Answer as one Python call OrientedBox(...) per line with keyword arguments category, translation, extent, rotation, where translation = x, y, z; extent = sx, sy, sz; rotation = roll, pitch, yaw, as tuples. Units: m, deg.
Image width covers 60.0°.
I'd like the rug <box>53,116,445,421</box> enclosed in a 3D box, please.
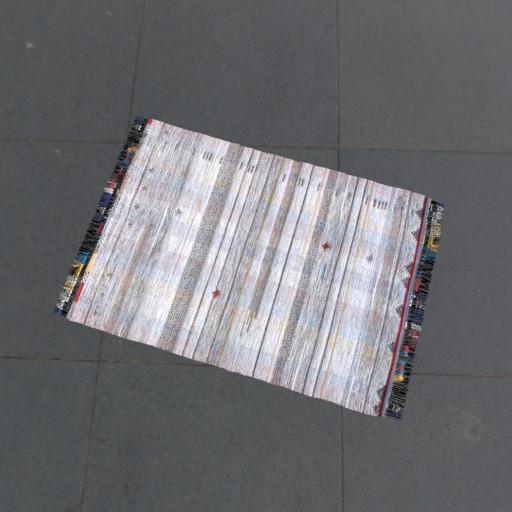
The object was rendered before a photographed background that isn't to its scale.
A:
OrientedBox(category="rug", translation=(0.000, 0.000, 2.355), extent=(1.848, 0.012, 1.217), rotation=(17, 76, 4))
